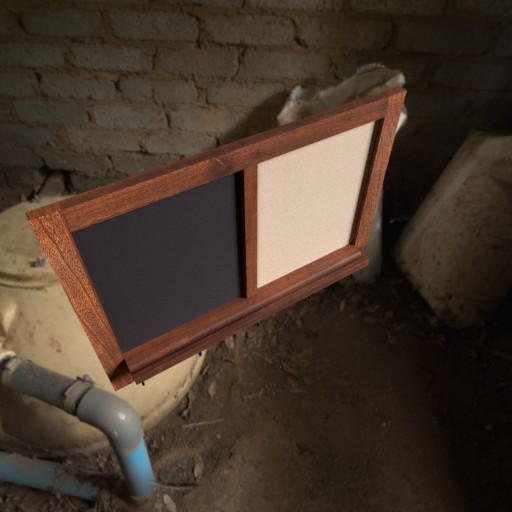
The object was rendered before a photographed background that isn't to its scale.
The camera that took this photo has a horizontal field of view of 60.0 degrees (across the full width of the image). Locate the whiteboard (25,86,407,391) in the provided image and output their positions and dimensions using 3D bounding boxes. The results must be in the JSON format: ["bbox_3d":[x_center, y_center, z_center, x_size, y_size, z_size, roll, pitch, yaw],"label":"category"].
[{"bbox_3d":[0.000,0.000,0.985,0.768,0.553,0.083,-24,52,-21],"label":"whiteboard"}]
